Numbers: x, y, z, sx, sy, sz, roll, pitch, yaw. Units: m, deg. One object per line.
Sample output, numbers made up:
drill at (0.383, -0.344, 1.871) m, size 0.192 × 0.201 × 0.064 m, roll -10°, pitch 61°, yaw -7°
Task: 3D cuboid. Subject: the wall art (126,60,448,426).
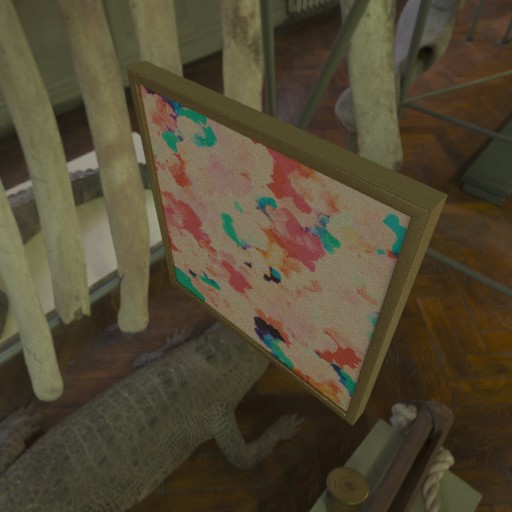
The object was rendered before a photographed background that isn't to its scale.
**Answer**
wall art at (0.000, 0.000, 0.757) m, size 0.510 × 0.509 × 0.037 m, roll 33°, pitch 54°, yaw 28°
